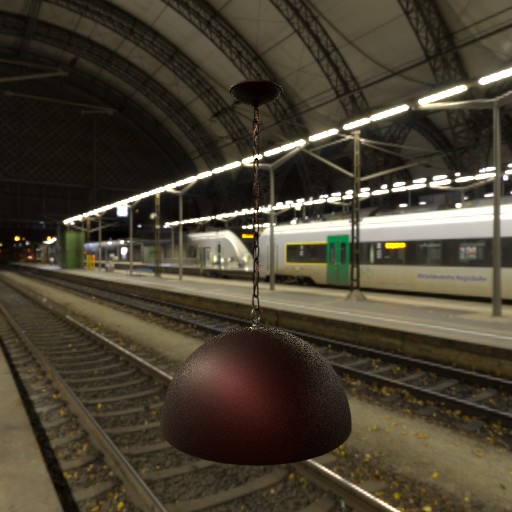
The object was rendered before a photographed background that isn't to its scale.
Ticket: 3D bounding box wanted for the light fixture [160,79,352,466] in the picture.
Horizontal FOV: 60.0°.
[{"bbox_3d":[0.000,0.000,1.161,0.492,0.869,0.492,0,0,35],"label":"light fixture"}]
